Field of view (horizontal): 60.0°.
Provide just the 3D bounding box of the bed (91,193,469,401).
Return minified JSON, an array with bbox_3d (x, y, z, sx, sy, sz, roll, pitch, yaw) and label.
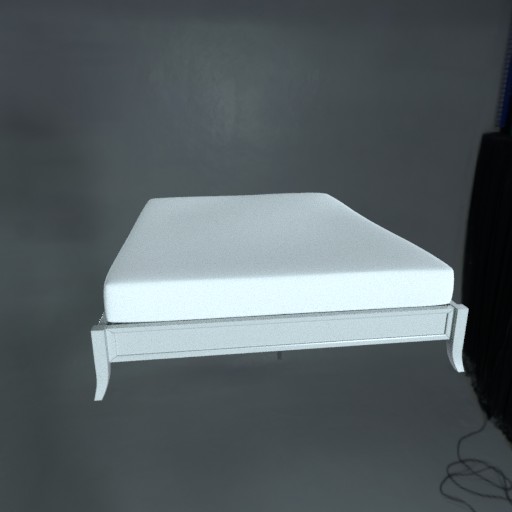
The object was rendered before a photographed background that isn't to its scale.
[{"bbox_3d":[0.000,0.000,2.810,1.604,0.510,2.108,-2,17,-7],"label":"bed"}]
